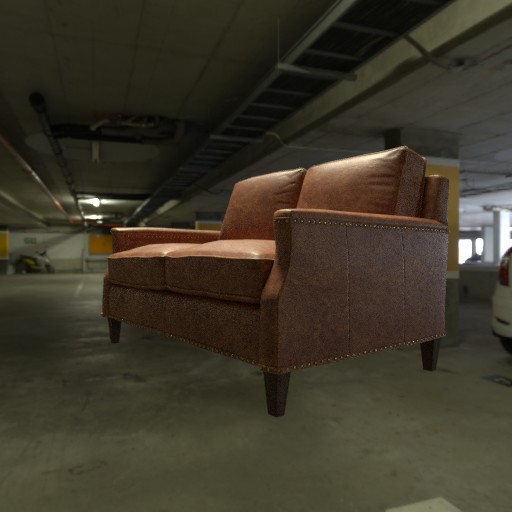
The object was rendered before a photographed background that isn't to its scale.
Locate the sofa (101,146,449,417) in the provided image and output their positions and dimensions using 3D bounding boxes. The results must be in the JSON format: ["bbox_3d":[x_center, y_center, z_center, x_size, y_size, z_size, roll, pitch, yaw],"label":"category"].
[{"bbox_3d":[0.000,0.000,2.275,1.084,1.003,1.597,0,0,-38],"label":"sofa"}]
